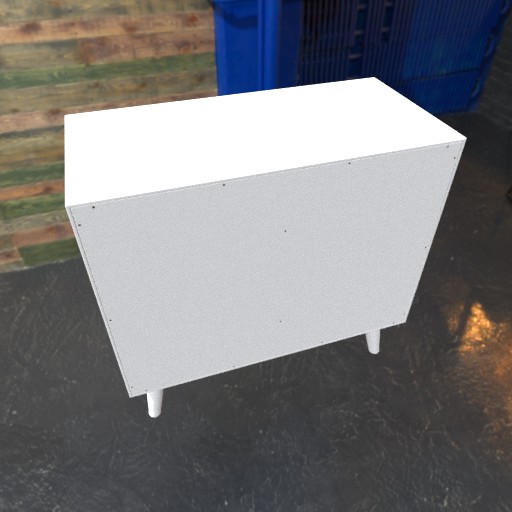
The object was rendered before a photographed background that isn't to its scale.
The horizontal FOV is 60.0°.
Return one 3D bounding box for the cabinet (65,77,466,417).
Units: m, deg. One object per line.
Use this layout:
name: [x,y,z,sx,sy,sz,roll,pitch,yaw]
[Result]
cabinet: [0.000,0.000,1.225,0.800,0.761,0.398,-12,42,-14]
